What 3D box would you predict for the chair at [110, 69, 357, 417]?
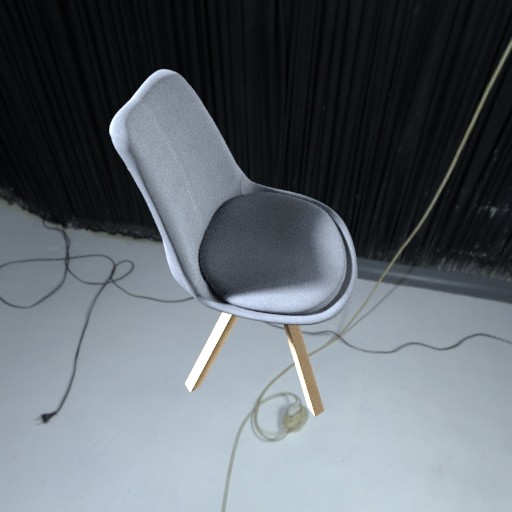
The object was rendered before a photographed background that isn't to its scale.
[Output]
[{"bbox_3d":[0.000,0.000,1.200,0.549,0.863,0.474,9,47,9],"label":"chair"}]
